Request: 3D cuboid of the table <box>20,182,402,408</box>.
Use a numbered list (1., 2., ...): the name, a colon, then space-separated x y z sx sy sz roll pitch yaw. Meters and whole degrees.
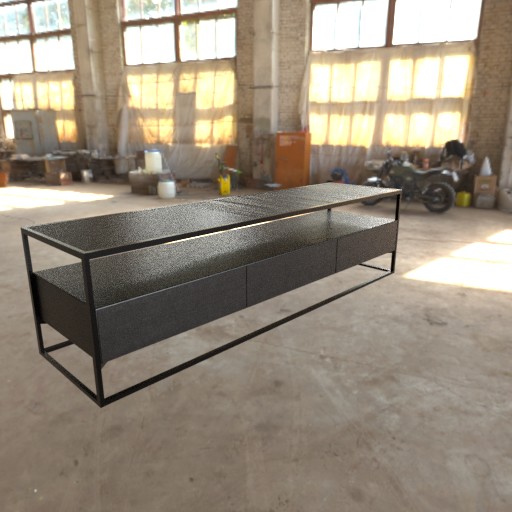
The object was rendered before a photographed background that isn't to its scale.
1. table: 0.000 0.000 1.676 0.399 0.395 1.486 15 22 42
